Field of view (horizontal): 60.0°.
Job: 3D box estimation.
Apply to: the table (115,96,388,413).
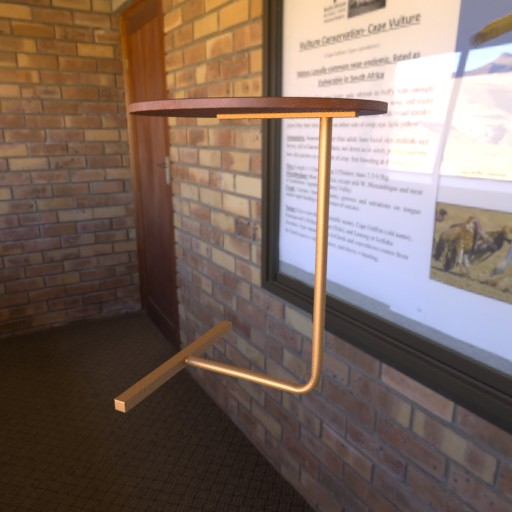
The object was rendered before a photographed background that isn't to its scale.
[{"bbox_3d":[0.000,0.000,1.099,0.577,0.706,0.530,8,17,25],"label":"table"}]
